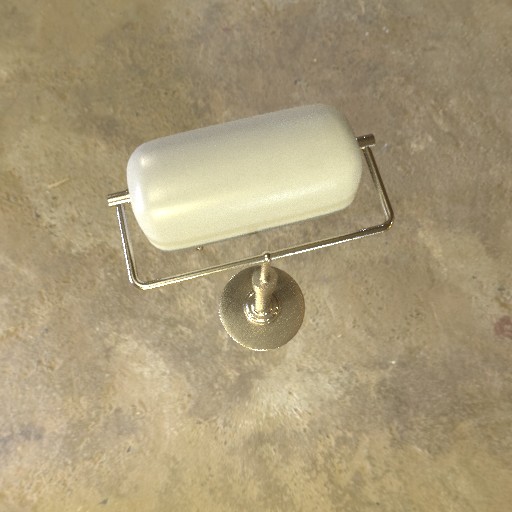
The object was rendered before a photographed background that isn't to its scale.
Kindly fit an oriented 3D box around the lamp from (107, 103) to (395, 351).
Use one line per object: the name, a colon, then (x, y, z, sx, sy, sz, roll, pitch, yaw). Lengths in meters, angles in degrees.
lamp: (0.000, 0.000, 0.575, 0.269, 0.404, 0.227, -14, 76, -4)
